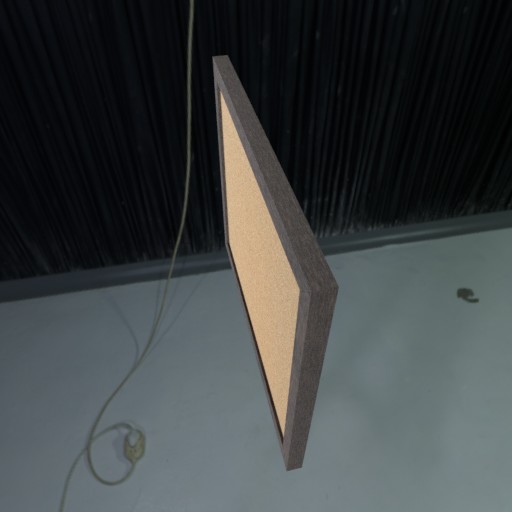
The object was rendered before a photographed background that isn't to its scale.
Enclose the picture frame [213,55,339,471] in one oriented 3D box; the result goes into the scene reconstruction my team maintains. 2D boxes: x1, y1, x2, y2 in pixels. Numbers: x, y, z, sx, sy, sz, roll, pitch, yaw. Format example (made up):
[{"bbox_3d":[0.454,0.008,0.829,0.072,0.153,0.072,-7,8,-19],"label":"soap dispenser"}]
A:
[{"bbox_3d":[0.000,0.000,0.749,0.026,0.455,0.546,-10,46,-9],"label":"picture frame"}]
